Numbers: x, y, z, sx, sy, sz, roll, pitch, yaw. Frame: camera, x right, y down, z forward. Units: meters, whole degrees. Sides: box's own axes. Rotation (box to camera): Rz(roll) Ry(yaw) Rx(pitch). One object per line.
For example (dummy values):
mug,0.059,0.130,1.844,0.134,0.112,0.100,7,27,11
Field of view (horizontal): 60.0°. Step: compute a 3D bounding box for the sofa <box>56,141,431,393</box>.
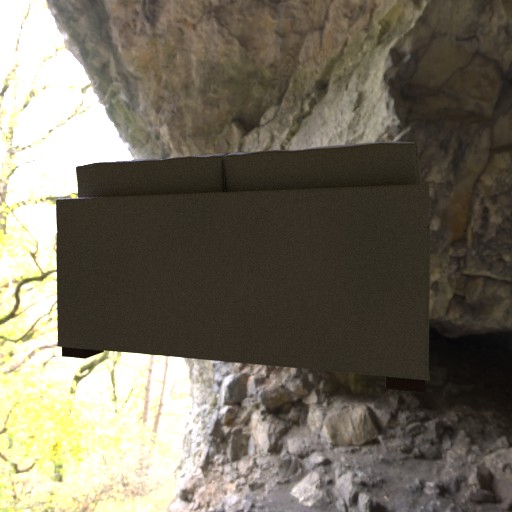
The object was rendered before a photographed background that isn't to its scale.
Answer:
sofa,0.000,0.000,2.081,1.484,0.853,0.940,1,2,19
